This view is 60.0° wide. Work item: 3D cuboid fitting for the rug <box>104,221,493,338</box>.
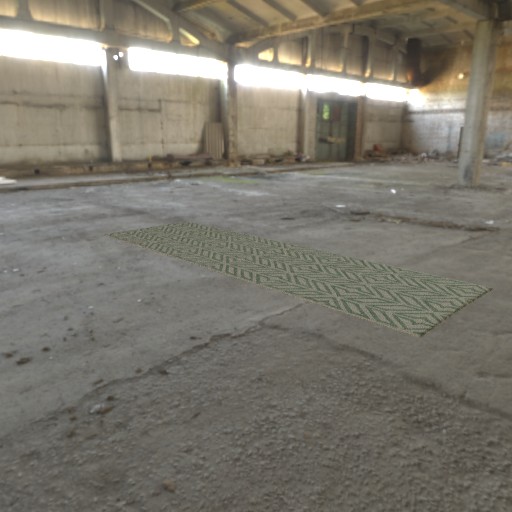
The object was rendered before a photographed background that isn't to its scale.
[{"bbox_3d":[0.000,0.000,2.675,0.750,0.009,2.435,-14,21,-43],"label":"rug"}]
